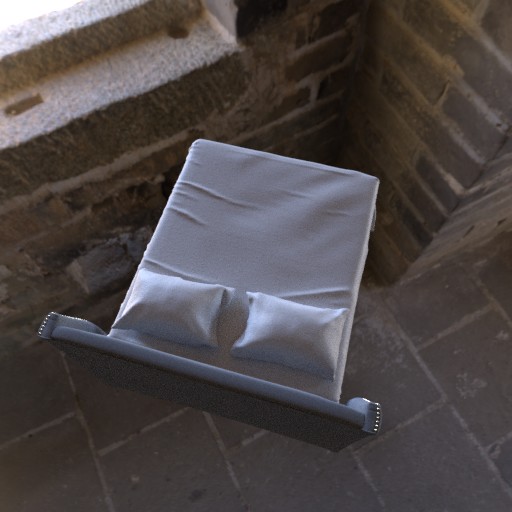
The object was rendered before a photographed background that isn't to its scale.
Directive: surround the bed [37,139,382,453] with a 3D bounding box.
[{"bbox_3d":[0.000,0.000,3.396,1.925,1.332,2.276,14,63,7],"label":"bed"}]
